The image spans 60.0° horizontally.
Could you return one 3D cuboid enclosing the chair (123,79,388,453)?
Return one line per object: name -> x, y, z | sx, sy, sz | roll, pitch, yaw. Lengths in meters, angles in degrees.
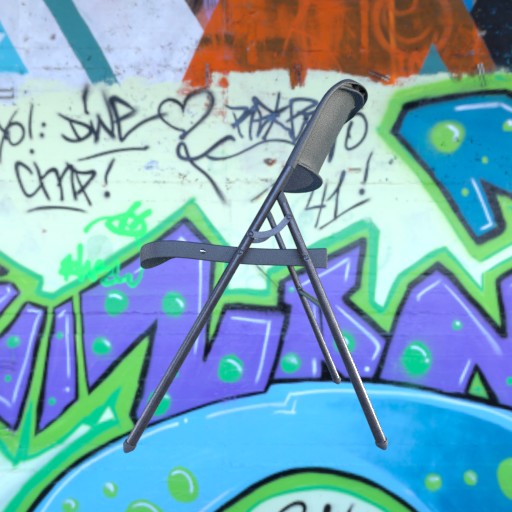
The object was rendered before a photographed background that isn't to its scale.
chair -> 0.000, 0.000, 1.161 | 0.567, 0.810, 0.494 | 0, 0, -1
